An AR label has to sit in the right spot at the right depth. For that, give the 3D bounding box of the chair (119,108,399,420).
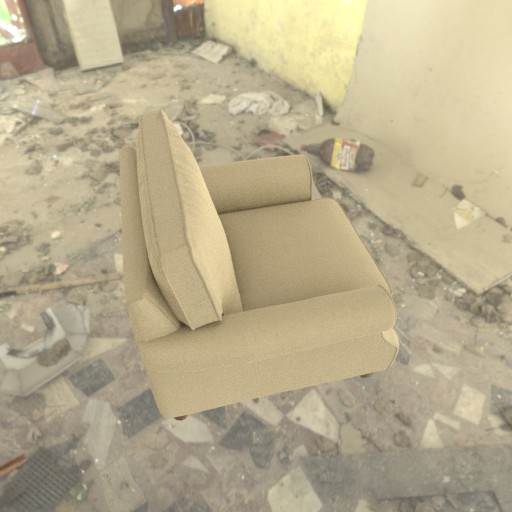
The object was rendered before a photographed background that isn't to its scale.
[{"bbox_3d":[0.000,0.000,1.799,0.966,0.967,1.029,-10,45,-10],"label":"chair"}]
